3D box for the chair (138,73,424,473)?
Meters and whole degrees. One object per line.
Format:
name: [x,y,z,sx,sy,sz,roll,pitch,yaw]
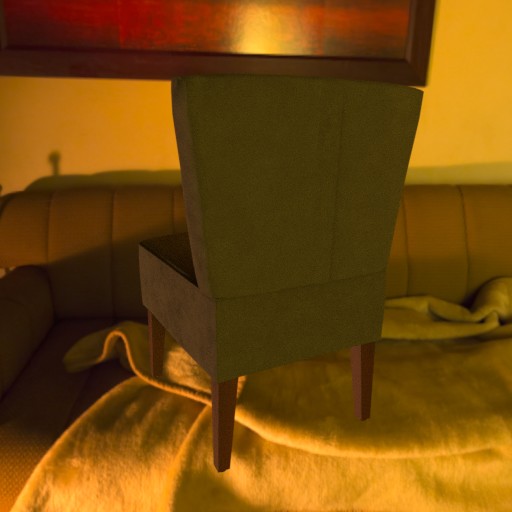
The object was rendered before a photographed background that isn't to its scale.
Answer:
chair: [0.000,0.000,1.129,0.521,0.806,0.554,-8,18,-26]
